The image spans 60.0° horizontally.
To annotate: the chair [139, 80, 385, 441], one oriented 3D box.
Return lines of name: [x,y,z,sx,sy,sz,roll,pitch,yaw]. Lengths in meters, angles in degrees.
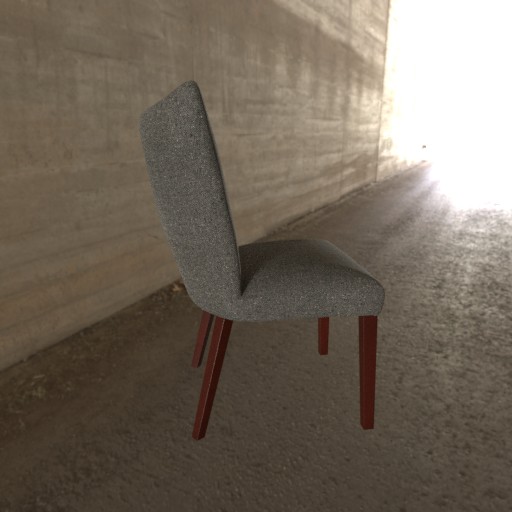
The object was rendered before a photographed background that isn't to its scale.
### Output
chair: [0.000,0.000,1.323,0.623,0.924,0.535,-2,16,-8]
